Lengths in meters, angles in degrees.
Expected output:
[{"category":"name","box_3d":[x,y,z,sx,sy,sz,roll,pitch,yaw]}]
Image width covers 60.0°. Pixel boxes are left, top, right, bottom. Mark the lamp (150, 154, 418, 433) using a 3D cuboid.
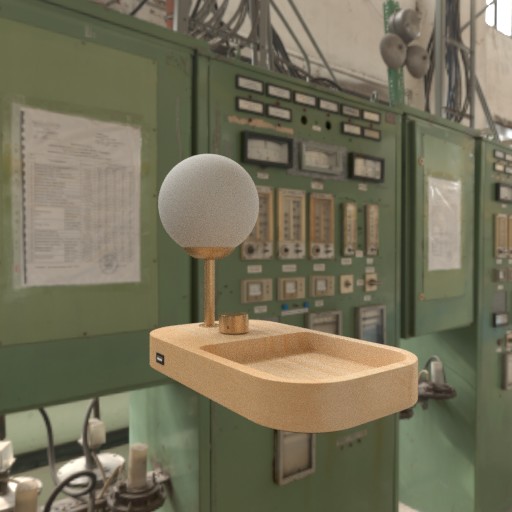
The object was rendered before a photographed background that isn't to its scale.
[{"category":"lamp","box_3d":[0.000,0.000,0.477,0.173,0.253,0.331,0,1,-36]}]
